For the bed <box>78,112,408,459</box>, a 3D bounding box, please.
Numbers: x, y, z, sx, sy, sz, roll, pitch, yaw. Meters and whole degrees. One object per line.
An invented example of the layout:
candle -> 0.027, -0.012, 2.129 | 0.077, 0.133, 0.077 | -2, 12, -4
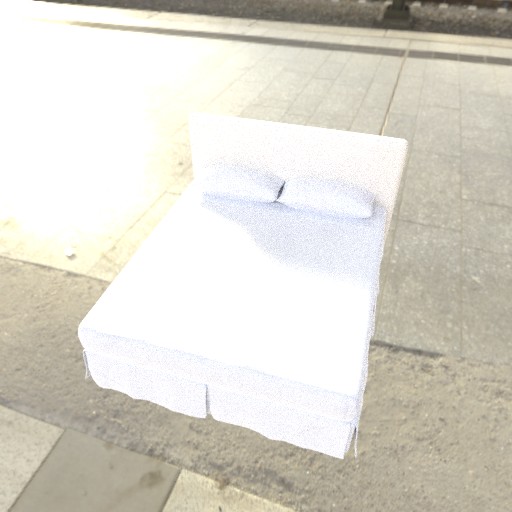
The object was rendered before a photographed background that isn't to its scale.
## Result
bed -> 0.000, 0.000, 3.648 | 2.119, 1.317, 2.341 | 11, 42, 13
